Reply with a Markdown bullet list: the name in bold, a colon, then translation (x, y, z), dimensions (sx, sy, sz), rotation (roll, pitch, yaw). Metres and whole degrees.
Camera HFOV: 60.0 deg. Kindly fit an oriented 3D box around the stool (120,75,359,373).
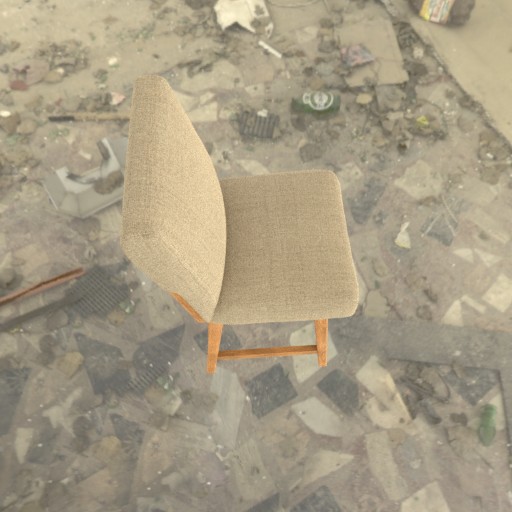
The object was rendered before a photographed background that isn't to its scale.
- **stool**: translation (0.000, 0.000, 1.330), dimensions (0.526, 1.010, 0.459), rotation (-3, 63, -2)
